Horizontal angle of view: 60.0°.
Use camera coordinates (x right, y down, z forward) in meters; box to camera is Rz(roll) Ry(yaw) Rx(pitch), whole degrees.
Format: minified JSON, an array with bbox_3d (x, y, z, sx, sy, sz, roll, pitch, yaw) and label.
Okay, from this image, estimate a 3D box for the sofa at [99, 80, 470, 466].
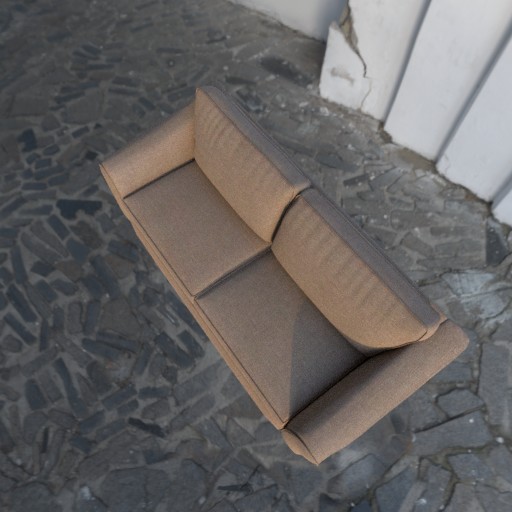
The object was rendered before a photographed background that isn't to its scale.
[{"bbox_3d":[0.000,0.000,2.704,0.986,0.906,2.270,-33,68,-16],"label":"sofa"}]
